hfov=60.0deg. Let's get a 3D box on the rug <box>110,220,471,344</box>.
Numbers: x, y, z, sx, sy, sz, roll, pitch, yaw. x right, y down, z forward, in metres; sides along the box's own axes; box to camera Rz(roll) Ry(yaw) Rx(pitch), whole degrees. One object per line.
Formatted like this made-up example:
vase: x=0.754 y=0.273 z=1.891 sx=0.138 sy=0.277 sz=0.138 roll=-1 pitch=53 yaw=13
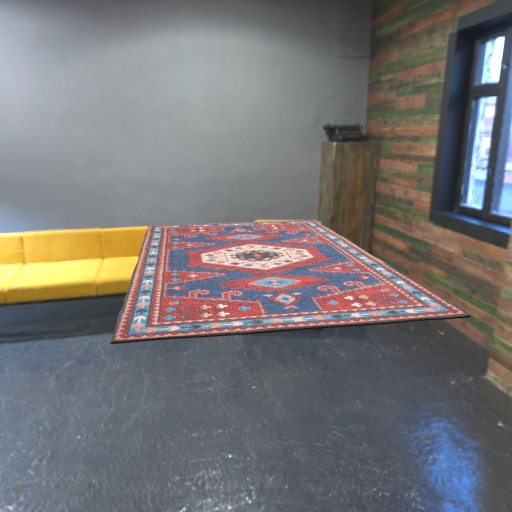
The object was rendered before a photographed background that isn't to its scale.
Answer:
rug: x=0.000 y=0.000 z=2.295 sx=1.207 sy=0.012 sz=1.820 roll=-3 pitch=15 yaw=-9
